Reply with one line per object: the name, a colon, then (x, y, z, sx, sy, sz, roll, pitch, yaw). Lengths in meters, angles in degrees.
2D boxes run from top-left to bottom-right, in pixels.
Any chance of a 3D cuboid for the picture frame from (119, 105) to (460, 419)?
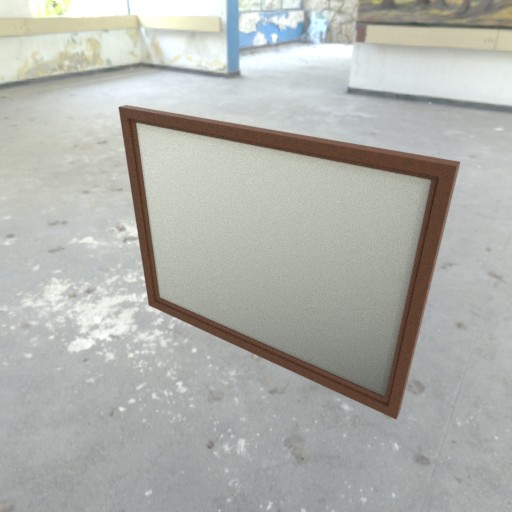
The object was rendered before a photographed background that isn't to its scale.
picture frame: (0.000, 0.000, 1.785, 1.329, 1.018, 0.045, 19, 35, 28)
